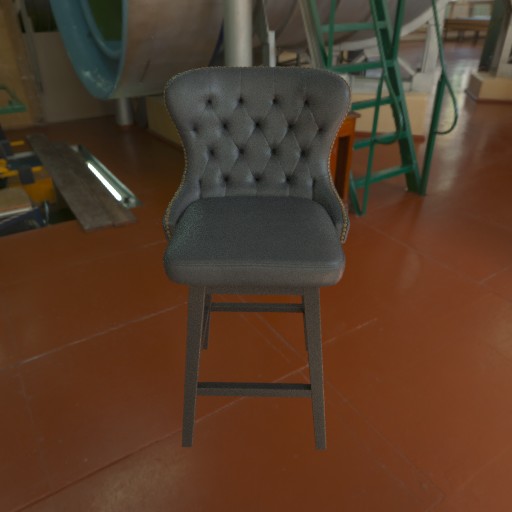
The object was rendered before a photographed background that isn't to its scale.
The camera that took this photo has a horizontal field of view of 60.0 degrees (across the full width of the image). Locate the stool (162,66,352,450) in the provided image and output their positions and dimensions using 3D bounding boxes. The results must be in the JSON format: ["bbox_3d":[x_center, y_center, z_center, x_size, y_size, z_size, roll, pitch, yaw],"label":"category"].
[{"bbox_3d":[0.000,0.000,1.313,0.528,0.971,0.593,1,31,1],"label":"stool"}]
